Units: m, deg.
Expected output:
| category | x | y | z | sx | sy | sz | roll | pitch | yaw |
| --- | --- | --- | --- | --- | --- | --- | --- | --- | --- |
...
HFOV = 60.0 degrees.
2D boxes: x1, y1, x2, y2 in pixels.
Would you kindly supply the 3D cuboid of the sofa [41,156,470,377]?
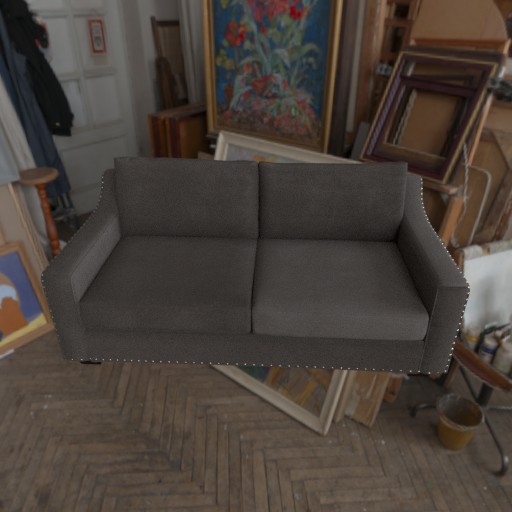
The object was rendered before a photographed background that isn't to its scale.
| category | x | y | z | sx | sy | sz | roll | pitch | yaw |
| --- | --- | --- | --- | --- | --- | --- | --- | --- | --- |
| sofa | 0.000 | 0.000 | 3.216 | 2.550 | 1.196 | 1.336 | 1 | 30 | 3 |
